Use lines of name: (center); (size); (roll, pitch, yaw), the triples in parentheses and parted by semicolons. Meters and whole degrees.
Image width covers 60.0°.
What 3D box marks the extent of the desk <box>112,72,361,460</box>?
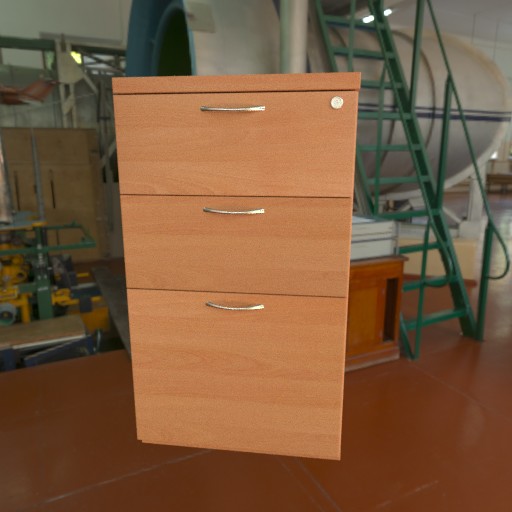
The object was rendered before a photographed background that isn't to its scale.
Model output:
desk: (0.000, 0.000, 1.069); (0.404, 0.730, 0.600); (2, 14, 8)
